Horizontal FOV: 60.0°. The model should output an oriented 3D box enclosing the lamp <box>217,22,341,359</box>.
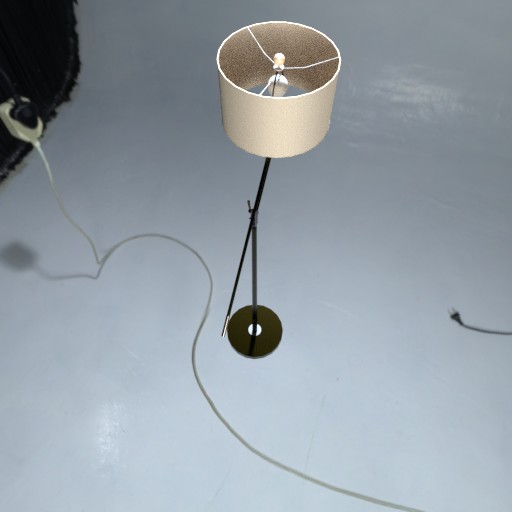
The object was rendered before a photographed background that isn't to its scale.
[{"bbox_3d":[0.000,0.000,1.922,0.373,1.635,0.809,16,60,10],"label":"lamp"}]
